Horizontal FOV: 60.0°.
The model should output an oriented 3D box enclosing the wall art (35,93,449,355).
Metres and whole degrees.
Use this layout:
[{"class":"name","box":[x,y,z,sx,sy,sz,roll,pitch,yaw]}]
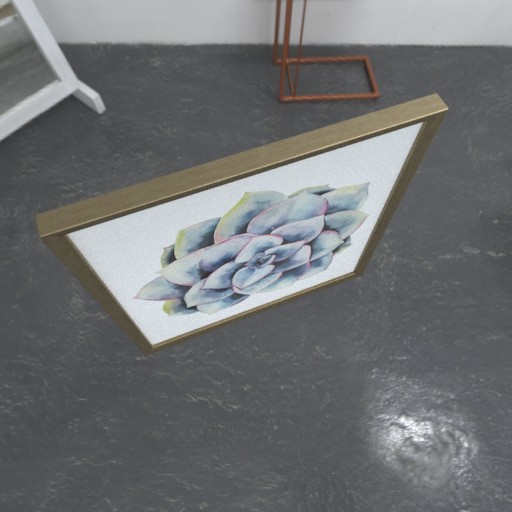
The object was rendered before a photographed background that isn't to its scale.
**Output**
[{"class":"wall art","box":[0.000,0.000,0.741,0.503,0.506,0.030,-19,65,-9]}]
